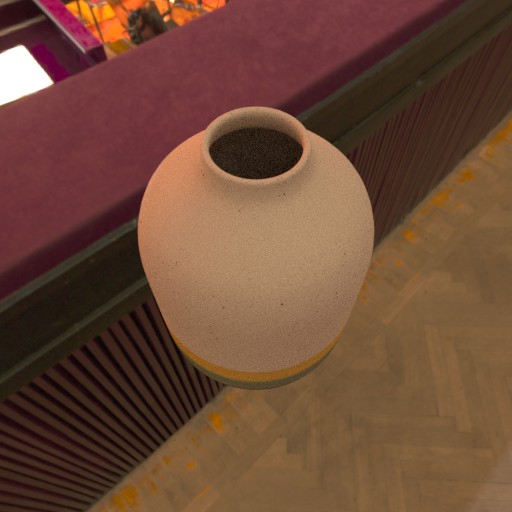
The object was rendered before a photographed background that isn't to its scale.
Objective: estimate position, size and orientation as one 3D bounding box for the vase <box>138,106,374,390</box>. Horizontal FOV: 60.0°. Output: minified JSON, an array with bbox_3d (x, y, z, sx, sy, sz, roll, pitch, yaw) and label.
[{"bbox_3d":[0.000,0.000,0.354,0.169,0.240,0.169,0,57,0],"label":"vase"}]
